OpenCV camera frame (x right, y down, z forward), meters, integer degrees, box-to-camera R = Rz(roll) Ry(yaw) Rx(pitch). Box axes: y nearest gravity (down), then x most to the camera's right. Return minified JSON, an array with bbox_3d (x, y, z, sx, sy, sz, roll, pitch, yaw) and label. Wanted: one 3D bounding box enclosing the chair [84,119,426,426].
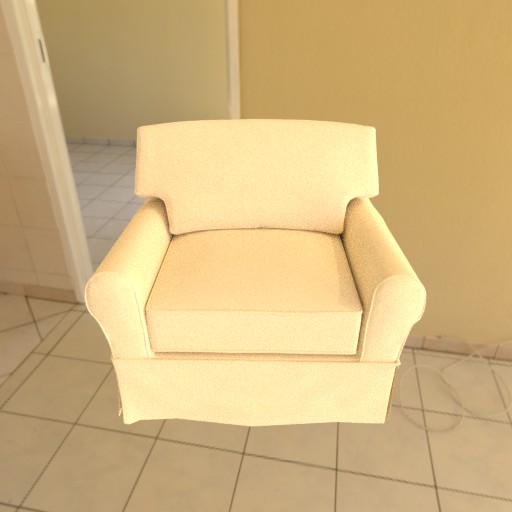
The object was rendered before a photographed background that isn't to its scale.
[{"bbox_3d":[0.000,0.000,1.787,1.099,0.958,0.904,1,30,1],"label":"chair"}]
